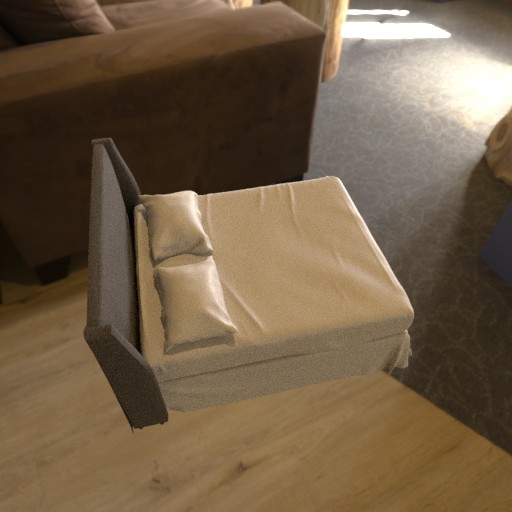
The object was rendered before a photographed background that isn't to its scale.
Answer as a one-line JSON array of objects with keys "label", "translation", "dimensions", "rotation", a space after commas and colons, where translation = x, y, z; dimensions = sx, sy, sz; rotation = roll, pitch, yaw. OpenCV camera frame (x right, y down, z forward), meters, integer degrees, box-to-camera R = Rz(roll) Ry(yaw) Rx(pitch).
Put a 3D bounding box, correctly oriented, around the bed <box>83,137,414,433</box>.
[{"label": "bed", "translation": [0.000, 0.000, 3.551], "dimensions": [2.276, 1.332, 1.925], "rotation": [-9, 49, -8]}]
